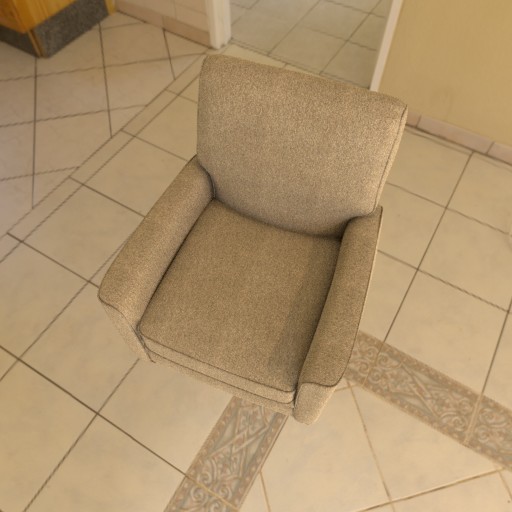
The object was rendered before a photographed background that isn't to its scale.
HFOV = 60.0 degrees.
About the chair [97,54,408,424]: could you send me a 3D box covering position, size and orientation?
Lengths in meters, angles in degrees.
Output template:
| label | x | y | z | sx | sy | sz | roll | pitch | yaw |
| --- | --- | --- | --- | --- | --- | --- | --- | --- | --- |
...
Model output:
| label | x | y | z | sx | sy | sz | roll | pitch | yaw |
| --- | --- | --- | --- | --- | --- | --- | --- | --- | --- |
| chair | 0.000 | 0.000 | 1.618 | 0.841 | 1.028 | 0.858 | 18 | 60 | 11 |
